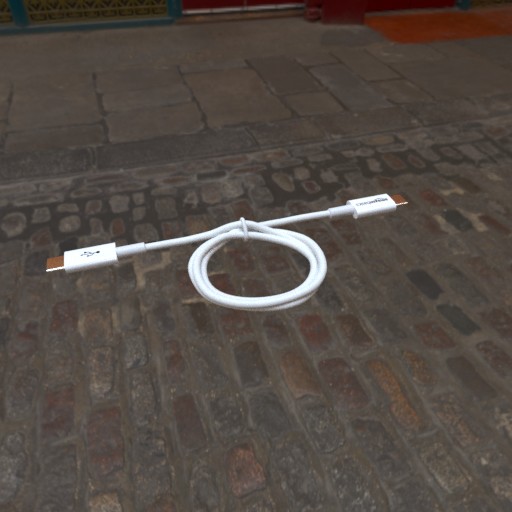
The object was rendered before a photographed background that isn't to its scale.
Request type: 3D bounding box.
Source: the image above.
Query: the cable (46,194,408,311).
[{"bbox_3d":[0.000,0.000,0.224,0.203,0.014,0.070,-12,42,-13],"label":"cable"}]
